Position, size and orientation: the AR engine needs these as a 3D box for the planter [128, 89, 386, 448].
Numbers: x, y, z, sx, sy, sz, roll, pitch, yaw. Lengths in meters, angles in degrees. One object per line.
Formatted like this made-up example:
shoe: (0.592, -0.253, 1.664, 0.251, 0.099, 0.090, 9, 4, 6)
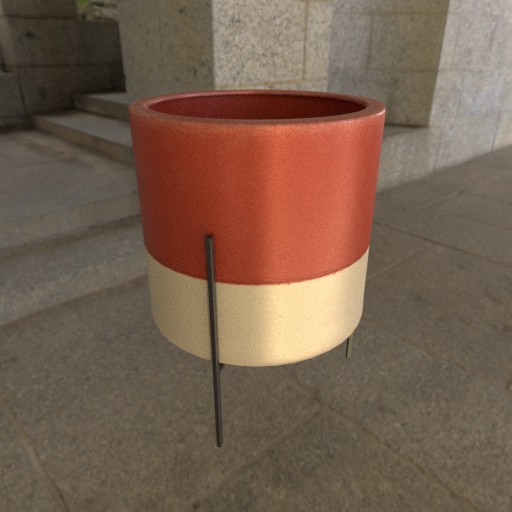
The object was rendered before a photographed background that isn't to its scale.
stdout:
planter: (0.000, 0.000, 0.703, 0.345, 0.465, 0.354, 8, 27, 16)
